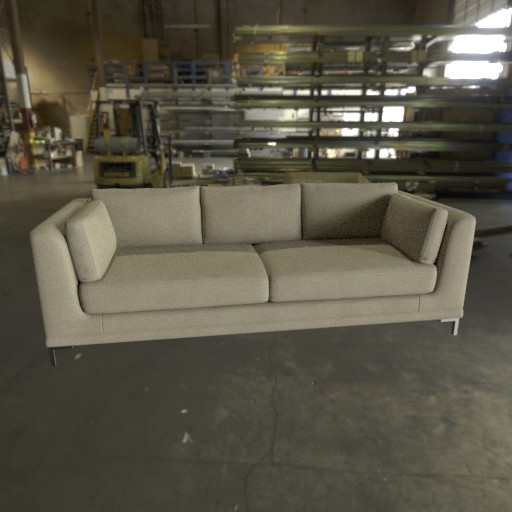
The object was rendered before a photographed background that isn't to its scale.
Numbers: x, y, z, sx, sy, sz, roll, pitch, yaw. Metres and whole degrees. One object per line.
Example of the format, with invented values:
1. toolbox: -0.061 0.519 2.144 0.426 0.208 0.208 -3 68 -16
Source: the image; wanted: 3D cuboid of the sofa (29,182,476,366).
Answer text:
1. sofa: 0.000 0.000 2.876 2.415 0.867 0.969 -3 17 -8
